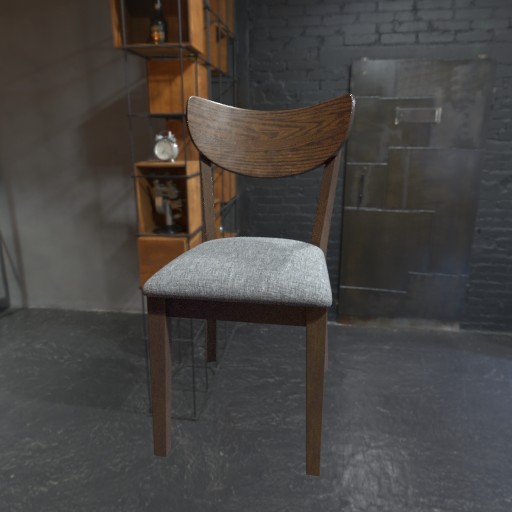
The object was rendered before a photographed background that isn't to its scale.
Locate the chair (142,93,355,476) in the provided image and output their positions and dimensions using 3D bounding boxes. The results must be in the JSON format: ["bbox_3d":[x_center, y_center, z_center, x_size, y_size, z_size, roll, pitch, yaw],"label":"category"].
[{"bbox_3d":[0.000,0.000,1.189,0.491,0.849,0.583,3,16,10],"label":"chair"}]
